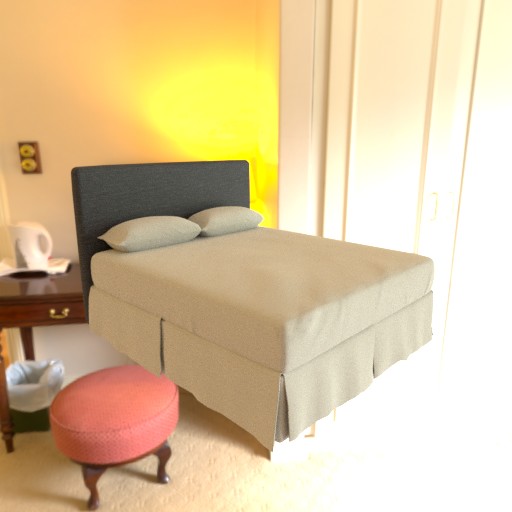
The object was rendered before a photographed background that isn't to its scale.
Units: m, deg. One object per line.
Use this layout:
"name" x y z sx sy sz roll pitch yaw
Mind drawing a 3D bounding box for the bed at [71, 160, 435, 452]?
"bed" 0.000 0.000 3.357 2.142 1.330 1.884 14 20 42
